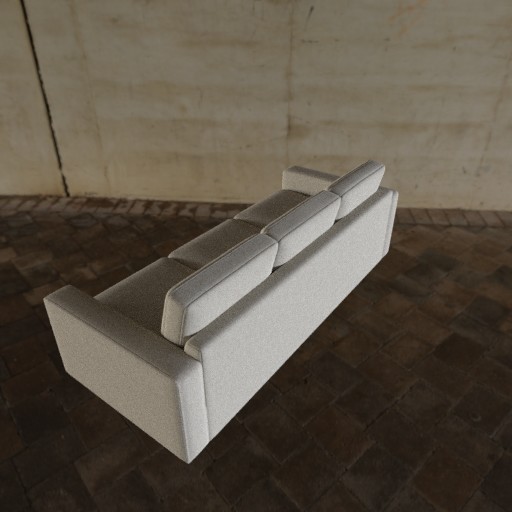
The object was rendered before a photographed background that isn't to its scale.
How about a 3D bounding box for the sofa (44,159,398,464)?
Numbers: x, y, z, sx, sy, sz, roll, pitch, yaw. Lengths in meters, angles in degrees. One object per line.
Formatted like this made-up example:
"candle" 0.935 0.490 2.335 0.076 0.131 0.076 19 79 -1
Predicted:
"sofa" 0.000 0.000 2.640 0.900 0.800 2.160 21 38 30
